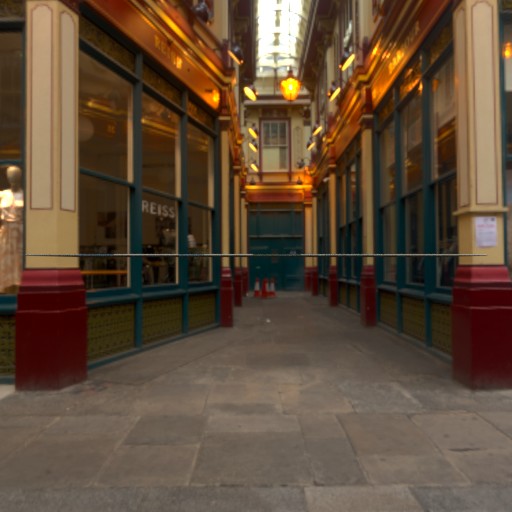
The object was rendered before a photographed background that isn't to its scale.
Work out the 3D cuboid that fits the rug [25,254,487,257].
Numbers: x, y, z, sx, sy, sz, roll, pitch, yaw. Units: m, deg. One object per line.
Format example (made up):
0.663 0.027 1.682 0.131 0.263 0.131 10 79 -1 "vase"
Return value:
0.000 0.000 2.708 2.437 0.008 0.774 0 -1 -1 "rug"
